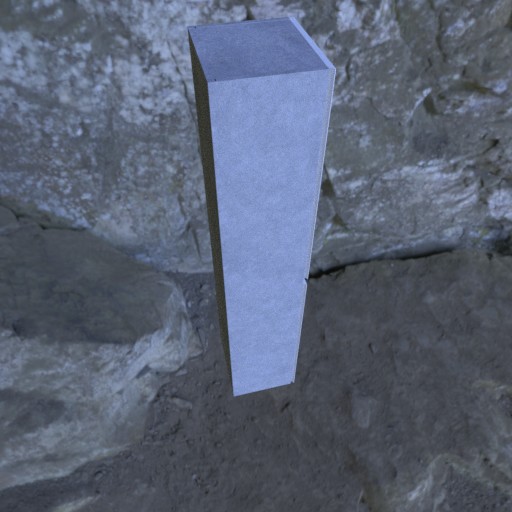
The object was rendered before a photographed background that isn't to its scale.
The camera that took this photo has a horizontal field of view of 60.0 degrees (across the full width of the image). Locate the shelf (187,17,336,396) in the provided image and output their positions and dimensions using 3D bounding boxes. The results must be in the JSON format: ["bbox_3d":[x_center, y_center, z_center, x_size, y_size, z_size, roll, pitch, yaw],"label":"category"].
[{"bbox_3d":[0.000,0.000,1.514,0.270,1.400,0.300,-10,48,-9],"label":"shelf"}]
